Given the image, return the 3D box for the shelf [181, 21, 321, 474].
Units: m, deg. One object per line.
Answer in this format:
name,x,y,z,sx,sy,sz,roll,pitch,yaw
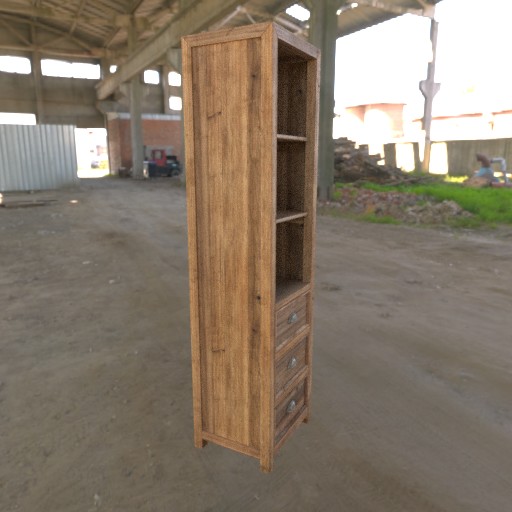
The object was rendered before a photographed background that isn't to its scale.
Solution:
shelf,0.000,0.000,2.135,0.428,1.900,0.500,7,14,28
